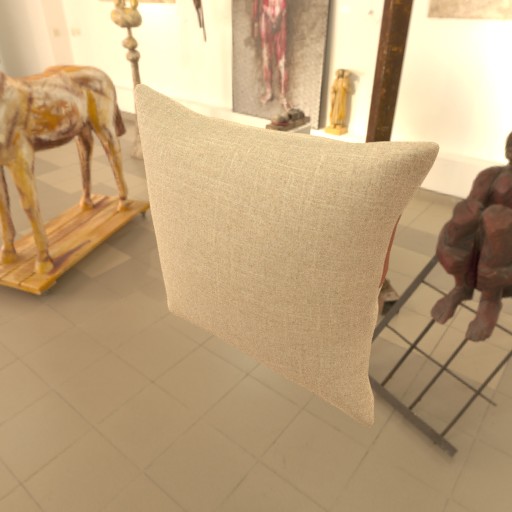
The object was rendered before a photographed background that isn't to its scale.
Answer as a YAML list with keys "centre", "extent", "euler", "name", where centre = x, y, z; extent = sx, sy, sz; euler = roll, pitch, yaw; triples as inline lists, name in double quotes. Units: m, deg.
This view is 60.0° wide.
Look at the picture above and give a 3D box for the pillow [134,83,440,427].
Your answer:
- centre: [0.000, 0.000, 0.606]
  extent: [0.414, 0.399, 0.173]
  euler: [23, 39, 31]
  name: "pillow"
